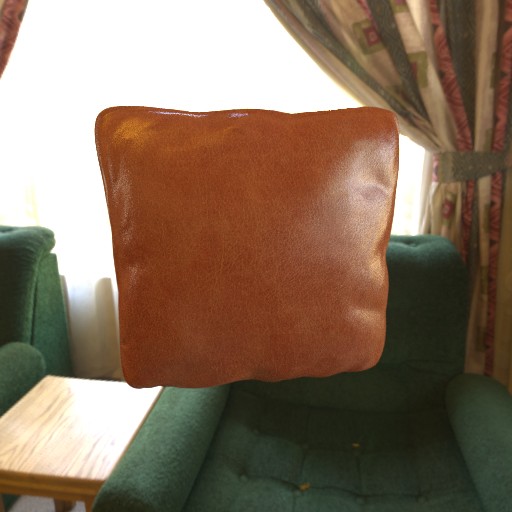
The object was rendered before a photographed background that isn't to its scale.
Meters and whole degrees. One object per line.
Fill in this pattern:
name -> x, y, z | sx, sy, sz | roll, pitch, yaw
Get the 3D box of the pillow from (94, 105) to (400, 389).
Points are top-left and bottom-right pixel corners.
pillow -> 0.000, 0.000, 0.814 | 0.532, 0.523, 0.236 | -2, 17, -8
